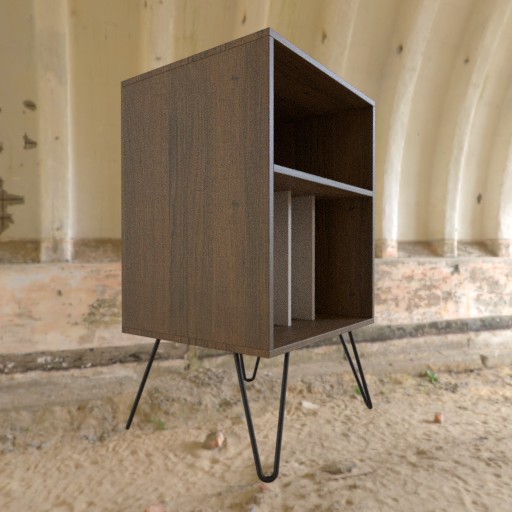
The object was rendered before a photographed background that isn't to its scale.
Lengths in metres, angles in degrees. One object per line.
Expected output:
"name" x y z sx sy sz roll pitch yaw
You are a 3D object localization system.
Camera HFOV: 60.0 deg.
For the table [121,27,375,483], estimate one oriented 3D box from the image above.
"table" 0.000 0.000 1.177 0.457 0.866 0.526 0 1 37
